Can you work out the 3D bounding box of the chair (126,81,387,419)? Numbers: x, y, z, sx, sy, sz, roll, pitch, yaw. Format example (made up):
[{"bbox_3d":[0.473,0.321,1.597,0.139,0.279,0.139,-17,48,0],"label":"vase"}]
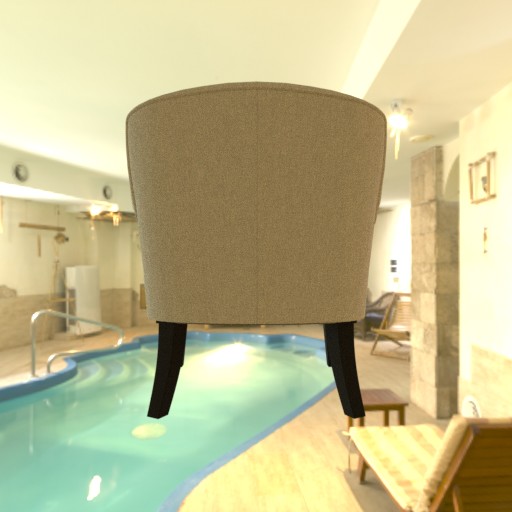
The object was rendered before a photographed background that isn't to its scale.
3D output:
[{"bbox_3d":[0.000,0.000,1.475,0.772,0.880,0.755,0,-1,0],"label":"chair"}]
